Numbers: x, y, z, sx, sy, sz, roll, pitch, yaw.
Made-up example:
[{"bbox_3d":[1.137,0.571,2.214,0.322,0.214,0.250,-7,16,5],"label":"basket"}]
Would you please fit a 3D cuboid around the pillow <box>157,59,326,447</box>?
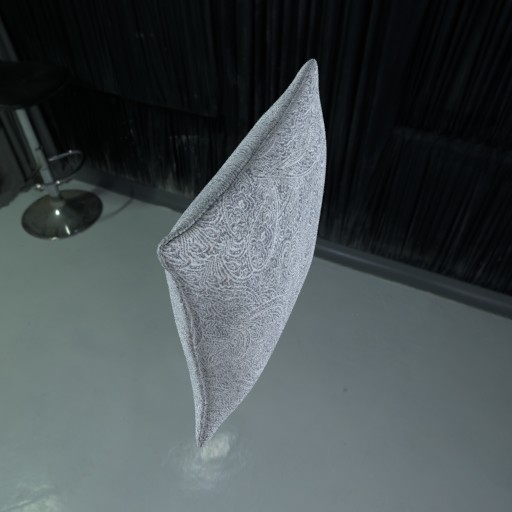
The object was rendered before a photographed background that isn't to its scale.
[{"bbox_3d":[0.000,0.000,0.788,0.166,0.510,0.523,16,48,15],"label":"pillow"}]
